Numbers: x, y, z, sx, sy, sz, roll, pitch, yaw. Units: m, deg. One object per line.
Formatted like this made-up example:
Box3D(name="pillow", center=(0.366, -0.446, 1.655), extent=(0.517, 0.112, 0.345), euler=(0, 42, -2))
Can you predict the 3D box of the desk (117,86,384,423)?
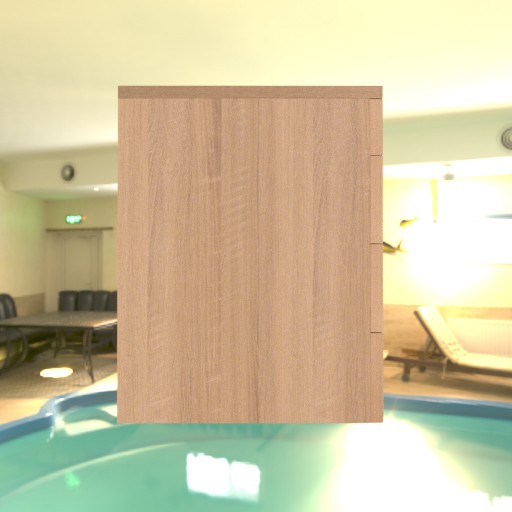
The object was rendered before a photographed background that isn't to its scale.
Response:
Box3D(name="desk", center=(0.000, 0.000, 1.509), extent=(0.600, 0.731, 1.100), euler=(0, 0, 0))
